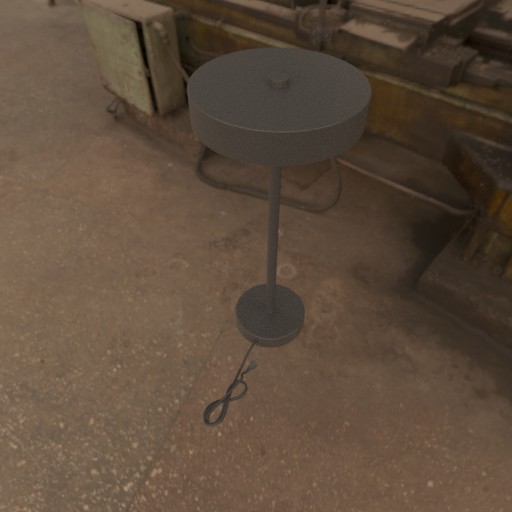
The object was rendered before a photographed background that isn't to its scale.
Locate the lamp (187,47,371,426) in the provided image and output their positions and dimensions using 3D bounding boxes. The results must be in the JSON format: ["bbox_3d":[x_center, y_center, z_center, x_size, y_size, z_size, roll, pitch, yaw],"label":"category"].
[{"bbox_3d":[0.000,0.000,0.688,0.229,0.508,0.369,18,49,16],"label":"lamp"}]
